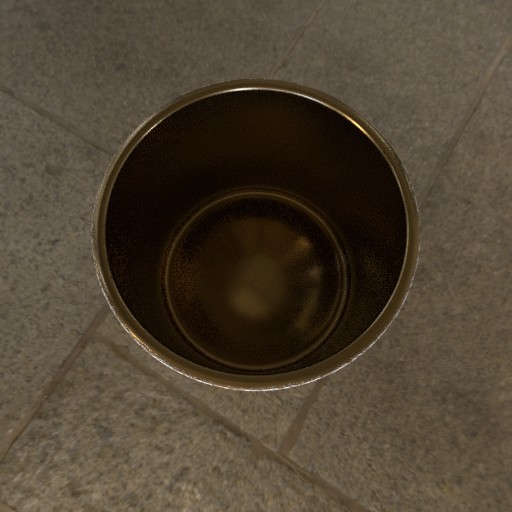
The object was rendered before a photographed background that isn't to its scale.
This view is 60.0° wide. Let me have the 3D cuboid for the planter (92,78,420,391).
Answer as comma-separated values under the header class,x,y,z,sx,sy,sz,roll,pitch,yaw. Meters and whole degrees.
class,x,y,z,sx,sy,sz,roll,pitch,yaw
planter,0.000,0.000,0.441,0.254,0.221,0.254,0,75,0
